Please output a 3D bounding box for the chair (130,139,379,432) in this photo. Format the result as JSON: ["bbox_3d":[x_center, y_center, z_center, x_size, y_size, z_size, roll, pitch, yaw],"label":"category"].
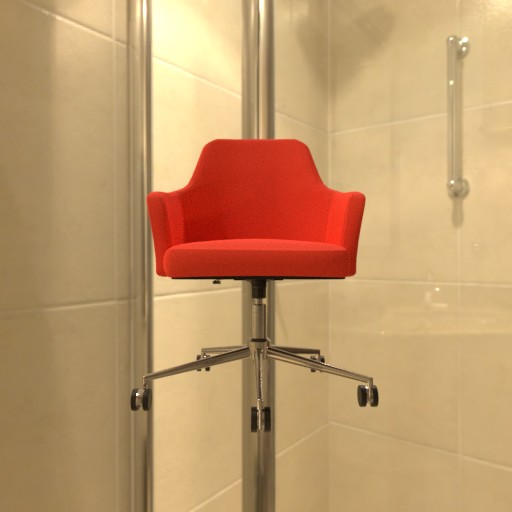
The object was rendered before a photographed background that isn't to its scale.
[{"bbox_3d":[0.000,0.000,1.303,0.655,0.820,0.600,0,0,0],"label":"chair"}]
